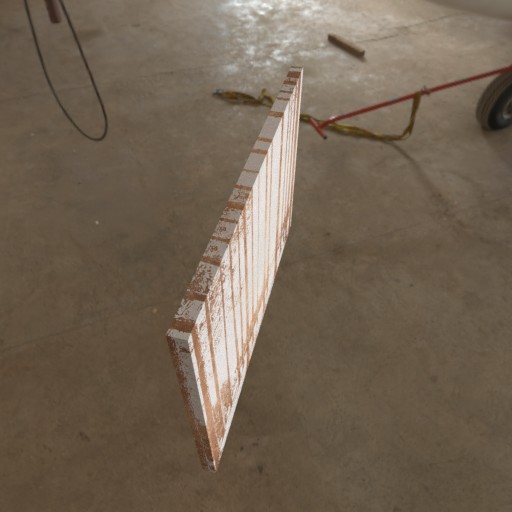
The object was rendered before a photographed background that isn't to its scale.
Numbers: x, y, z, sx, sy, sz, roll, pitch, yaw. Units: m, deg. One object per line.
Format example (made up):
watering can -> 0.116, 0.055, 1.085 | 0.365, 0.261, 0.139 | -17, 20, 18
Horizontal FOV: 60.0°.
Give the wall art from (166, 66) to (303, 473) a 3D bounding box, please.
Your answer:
wall art -> 0.000, 0.000, 1.169 | 0.035, 0.609, 0.914 | 11, 48, 10
